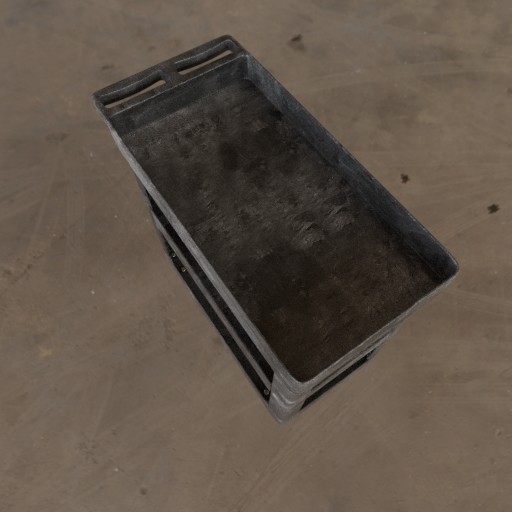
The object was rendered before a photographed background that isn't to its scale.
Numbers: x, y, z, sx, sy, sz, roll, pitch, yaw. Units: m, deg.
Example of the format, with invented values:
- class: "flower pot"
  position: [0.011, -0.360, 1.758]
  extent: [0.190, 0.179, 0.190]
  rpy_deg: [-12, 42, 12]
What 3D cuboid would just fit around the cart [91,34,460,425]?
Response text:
- class: "cart"
  position: [0.000, 0.000, 1.360]
  extent: [0.420, 0.824, 0.877]
  rpy_deg: [-31, 67, -15]
